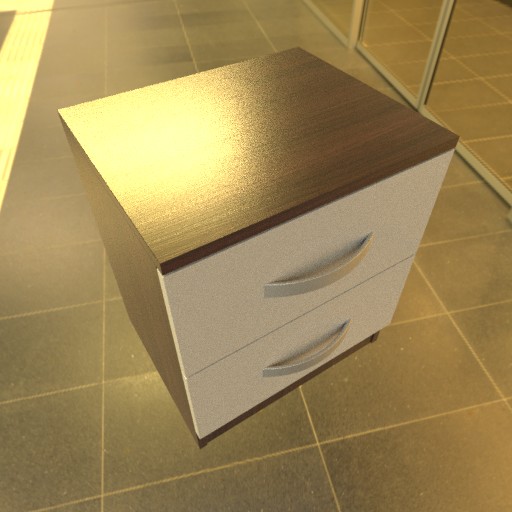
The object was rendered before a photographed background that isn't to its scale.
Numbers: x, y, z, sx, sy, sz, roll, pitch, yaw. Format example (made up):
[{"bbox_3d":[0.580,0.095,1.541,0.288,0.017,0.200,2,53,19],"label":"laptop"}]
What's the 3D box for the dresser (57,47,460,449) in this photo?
[{"bbox_3d":[0.000,0.000,0.730,0.400,0.470,0.360,-25,51,-22],"label":"dresser"}]
